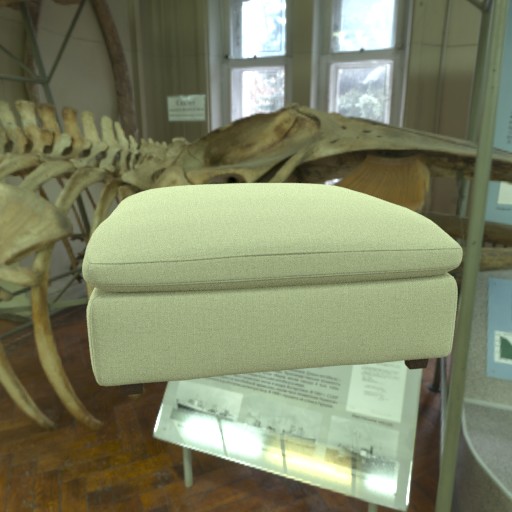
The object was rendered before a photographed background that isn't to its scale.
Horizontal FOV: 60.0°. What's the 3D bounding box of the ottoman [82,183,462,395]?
[{"bbox_3d":[0.000,0.000,1.549,0.996,0.467,0.977,-3,16,-9],"label":"ottoman"}]
